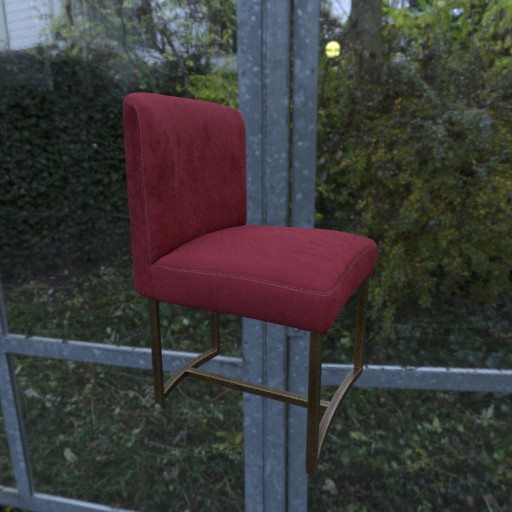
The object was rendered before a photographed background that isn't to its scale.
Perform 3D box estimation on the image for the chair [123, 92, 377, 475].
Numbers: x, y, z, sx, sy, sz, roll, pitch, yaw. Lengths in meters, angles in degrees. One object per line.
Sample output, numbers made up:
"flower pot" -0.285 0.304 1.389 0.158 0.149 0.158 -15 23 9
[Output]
"chair" 0.000 0.000 1.190 0.560 0.824 0.530 7 16 24
